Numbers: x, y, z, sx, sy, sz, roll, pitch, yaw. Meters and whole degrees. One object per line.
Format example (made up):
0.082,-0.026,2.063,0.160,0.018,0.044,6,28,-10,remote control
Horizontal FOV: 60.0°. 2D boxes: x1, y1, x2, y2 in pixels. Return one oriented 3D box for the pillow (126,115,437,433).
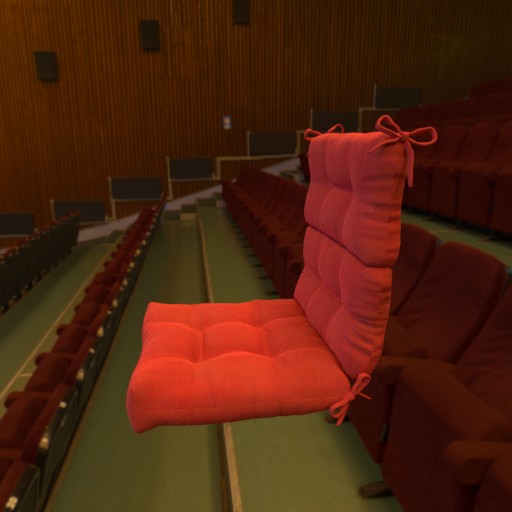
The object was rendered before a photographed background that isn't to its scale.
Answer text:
0.000,0.000,1.025,0.571,0.605,0.519,-2,15,-9,pillow
